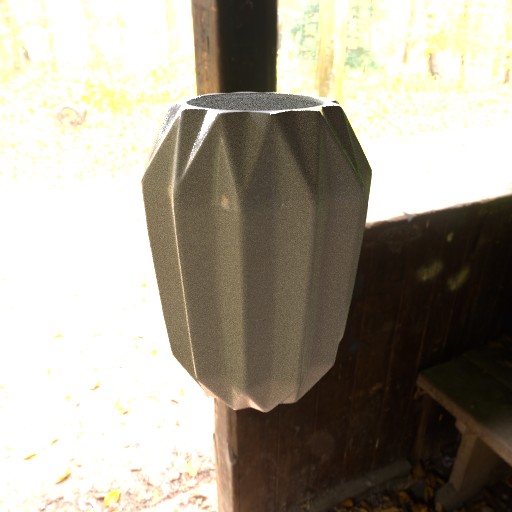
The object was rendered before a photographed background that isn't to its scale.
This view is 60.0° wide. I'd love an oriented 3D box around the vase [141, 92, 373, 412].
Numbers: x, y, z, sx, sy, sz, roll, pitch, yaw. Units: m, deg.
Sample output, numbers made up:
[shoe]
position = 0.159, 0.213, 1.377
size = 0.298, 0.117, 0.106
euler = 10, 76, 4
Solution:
[vase]
position = 0.000, 0.000, 0.412
size = 0.195, 0.275, 0.195
euler = 0, 26, 0
